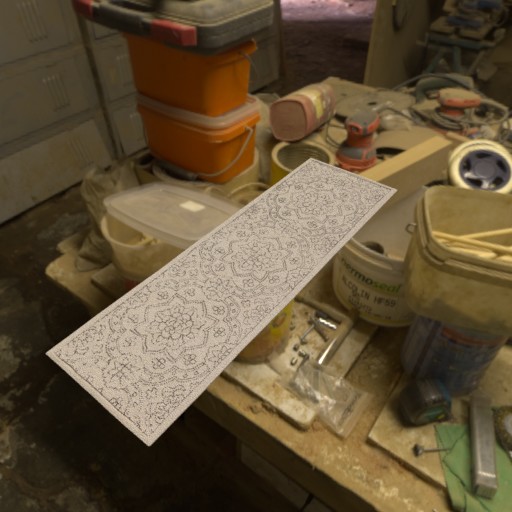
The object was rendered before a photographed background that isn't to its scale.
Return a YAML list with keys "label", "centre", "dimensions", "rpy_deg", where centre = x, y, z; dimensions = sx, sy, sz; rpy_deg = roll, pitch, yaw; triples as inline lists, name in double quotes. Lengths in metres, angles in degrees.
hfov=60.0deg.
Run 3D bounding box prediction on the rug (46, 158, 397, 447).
- label: "rug"
  centre: [0.000, 0.000, 2.753]
  dimensions: [0.769, 0.012, 2.448]
  rpy_deg: [28, 49, 27]
